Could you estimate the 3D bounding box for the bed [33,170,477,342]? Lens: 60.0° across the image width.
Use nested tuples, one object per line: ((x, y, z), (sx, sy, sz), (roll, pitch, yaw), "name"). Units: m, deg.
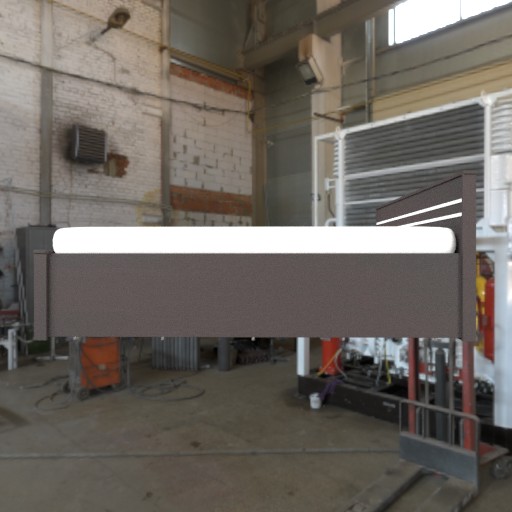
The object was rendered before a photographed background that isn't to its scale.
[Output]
((0.000, 0.000, 2.919), (2.103, 0.808, 1.634), (0, 0, 1), "bed")
